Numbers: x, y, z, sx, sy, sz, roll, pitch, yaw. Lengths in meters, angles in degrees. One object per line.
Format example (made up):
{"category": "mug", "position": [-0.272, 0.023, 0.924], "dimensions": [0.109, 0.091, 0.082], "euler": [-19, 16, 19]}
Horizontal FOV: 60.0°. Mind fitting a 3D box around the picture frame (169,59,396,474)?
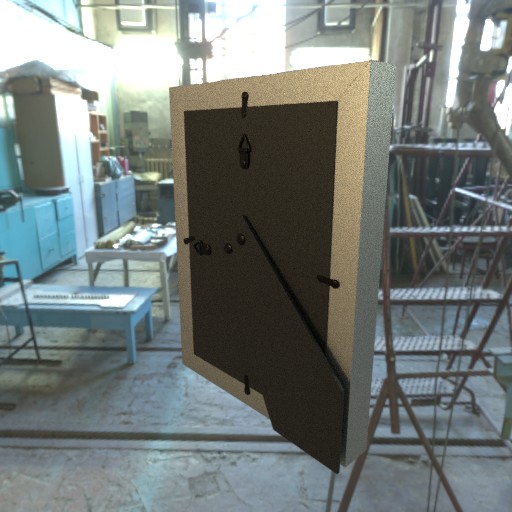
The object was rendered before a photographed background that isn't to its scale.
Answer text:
{"category": "picture frame", "position": [0.000, 0.000, 0.276], "dimensions": [0.028, 0.208, 0.157], "euler": [-14, 21, -41]}
